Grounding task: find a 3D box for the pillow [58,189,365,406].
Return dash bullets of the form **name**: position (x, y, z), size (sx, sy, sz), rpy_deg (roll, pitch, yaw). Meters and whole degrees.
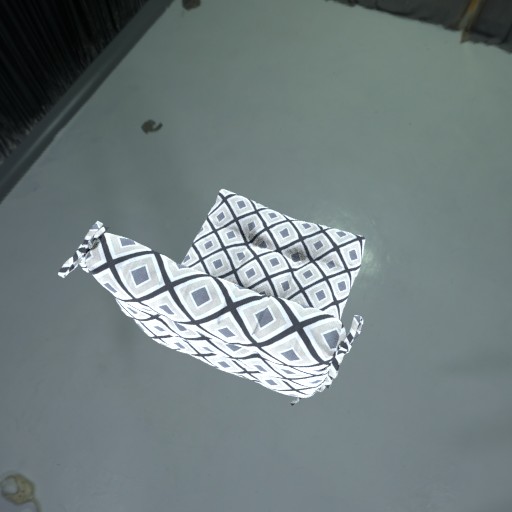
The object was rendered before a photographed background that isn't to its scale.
- **pillow**: position (0.000, 0.000, 1.044), size (0.519, 0.605, 0.571), rpy_deg (20, 64, 10)
